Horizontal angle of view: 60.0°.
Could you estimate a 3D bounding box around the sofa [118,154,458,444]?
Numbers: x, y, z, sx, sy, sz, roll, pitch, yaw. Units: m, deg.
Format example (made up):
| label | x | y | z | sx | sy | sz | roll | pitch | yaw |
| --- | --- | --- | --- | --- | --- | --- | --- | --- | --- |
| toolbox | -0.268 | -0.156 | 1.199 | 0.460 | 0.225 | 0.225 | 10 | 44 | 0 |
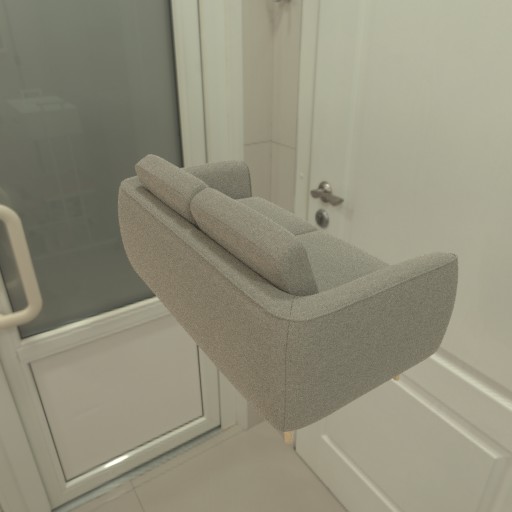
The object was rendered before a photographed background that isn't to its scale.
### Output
| label | x | y | z | sx | sy | sz | roll | pitch | yaw |
| --- | --- | --- | --- | --- | --- | --- | --- | --- | --- |
| sofa | 0.000 | 0.000 | 2.210 | 0.920 | 0.850 | 1.700 | -17 | 32 | -29 |
